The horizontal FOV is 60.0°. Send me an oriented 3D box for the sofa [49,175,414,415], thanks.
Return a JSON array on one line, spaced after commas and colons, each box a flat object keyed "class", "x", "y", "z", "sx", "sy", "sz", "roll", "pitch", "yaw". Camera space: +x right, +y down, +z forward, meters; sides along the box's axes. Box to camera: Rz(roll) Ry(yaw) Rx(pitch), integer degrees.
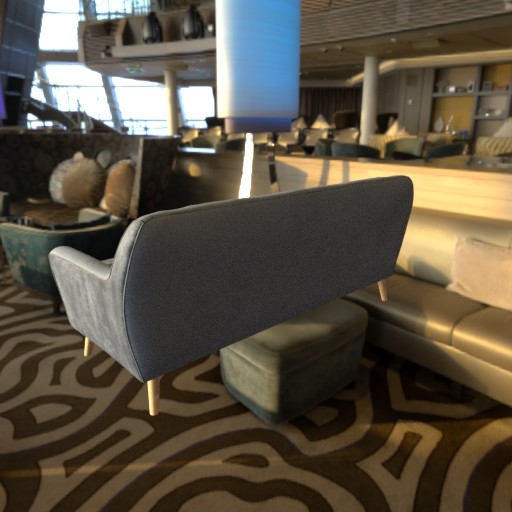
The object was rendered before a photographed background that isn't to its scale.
[{"class": "sofa", "x": 0.000, "y": 0.000, "z": 2.480, "sx": 1.975, "sy": 0.832, "sz": 0.841, "roll": -15, "pitch": 23, "yaw": -41}]
